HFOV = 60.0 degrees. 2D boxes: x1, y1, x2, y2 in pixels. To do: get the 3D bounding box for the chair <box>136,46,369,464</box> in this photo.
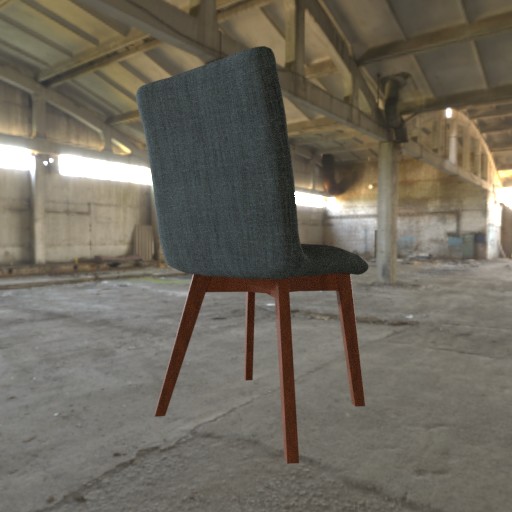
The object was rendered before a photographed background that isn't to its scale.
[{"bbox_3d":[0.000,0.000,1.340,0.522,0.974,0.563,2,3,36],"label":"chair"}]
